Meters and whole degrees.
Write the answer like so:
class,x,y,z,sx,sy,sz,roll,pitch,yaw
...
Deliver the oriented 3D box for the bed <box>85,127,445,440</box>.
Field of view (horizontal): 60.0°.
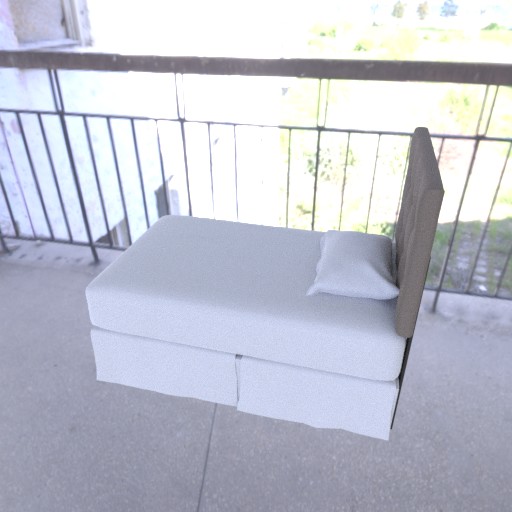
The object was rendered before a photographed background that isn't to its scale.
class,x,y,z,sx,sy,sz,roll,pitch,yaw
bed,0.000,0.000,2.955,1.997,1.571,1.261,8,31,13
